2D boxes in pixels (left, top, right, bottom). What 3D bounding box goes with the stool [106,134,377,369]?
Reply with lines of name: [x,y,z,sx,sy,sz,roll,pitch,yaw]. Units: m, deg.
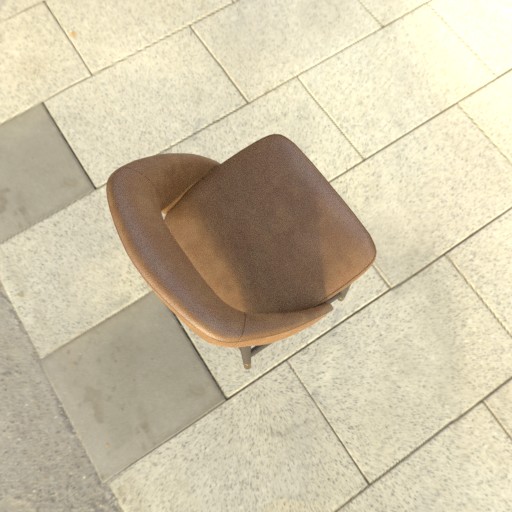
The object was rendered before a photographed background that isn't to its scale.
stool: [0.000,0.000,1.237,0.509,0.940,0.494,-35,77,-9]
